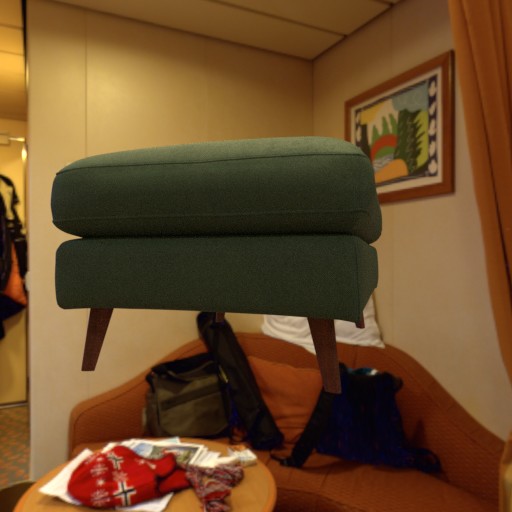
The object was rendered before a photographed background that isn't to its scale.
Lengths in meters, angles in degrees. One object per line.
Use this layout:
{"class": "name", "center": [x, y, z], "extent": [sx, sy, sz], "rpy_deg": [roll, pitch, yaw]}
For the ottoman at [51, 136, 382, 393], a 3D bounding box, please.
{"class": "ottoman", "center": [0.000, 0.000, 1.125], "extent": [0.608, 0.449, 0.811], "rpy_deg": [0, 0, 17]}
